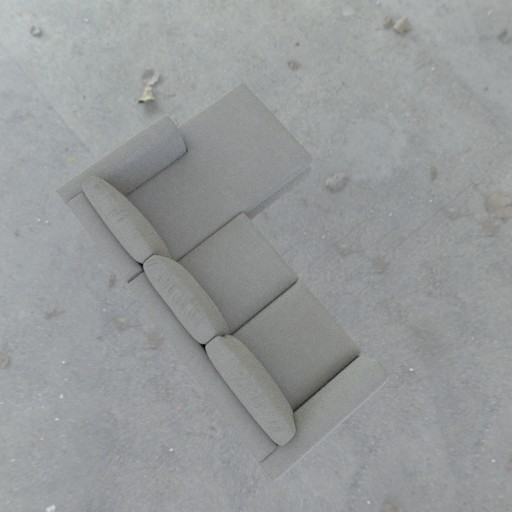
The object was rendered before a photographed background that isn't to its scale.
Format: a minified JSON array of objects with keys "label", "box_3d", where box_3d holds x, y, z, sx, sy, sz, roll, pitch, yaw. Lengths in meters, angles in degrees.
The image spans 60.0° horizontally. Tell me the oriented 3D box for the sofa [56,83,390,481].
[{"label":"sofa","box_3d":[0.000,0.000,3.040,1.580,0.860,2.300,-38,78,-9]}]
